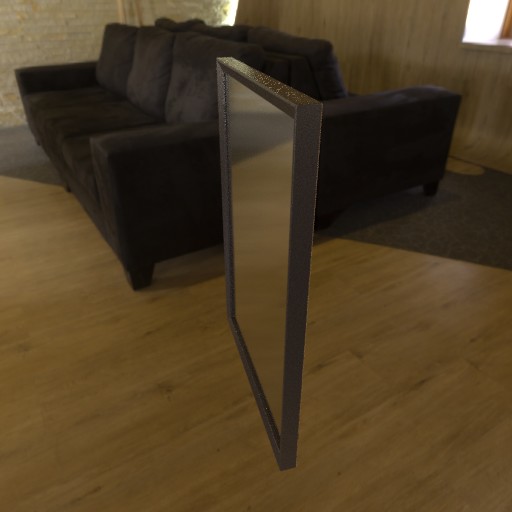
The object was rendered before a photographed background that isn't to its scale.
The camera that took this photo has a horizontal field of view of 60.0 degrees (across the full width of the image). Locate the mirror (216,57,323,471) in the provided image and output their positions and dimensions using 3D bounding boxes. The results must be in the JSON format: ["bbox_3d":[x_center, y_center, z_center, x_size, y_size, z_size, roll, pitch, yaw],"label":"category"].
[{"bbox_3d":[0.000,0.000,0.927,0.039,0.710,0.507,-8,31,-13],"label":"mirror"}]
